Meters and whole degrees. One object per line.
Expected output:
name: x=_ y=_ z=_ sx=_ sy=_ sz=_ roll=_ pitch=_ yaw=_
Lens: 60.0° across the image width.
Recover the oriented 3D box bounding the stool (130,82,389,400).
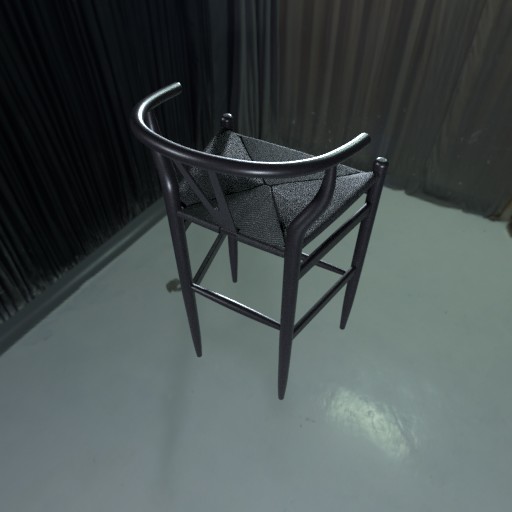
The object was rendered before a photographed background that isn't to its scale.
stool: x=0.000 y=0.000 z=1.400 sx=0.569 sy=1.072 sz=0.579 roll=22 pitch=50 yaw=20
